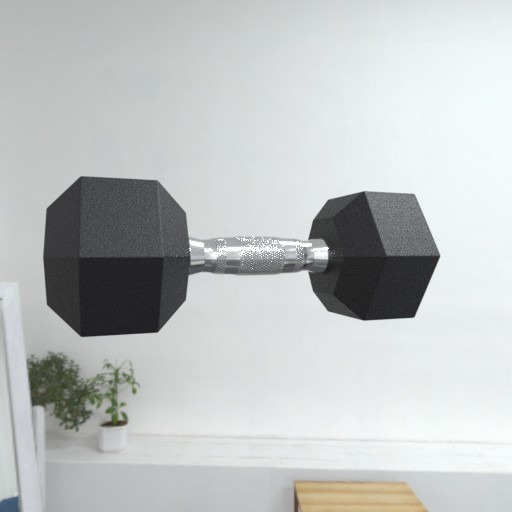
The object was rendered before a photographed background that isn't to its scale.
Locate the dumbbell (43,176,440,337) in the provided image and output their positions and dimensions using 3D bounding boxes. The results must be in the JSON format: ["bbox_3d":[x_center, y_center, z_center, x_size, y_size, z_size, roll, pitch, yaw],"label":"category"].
[{"bbox_3d":[0.000,0.000,0.420,0.356,0.123,0.141,0,0,-19],"label":"dumbbell"}]
